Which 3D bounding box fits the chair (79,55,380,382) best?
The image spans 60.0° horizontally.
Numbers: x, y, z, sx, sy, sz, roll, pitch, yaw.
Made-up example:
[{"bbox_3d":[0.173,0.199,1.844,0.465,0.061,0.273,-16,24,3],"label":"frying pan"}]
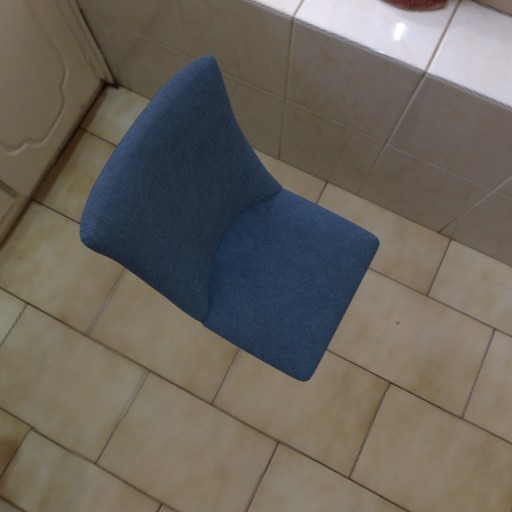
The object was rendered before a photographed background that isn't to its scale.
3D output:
[{"bbox_3d":[0.000,0.000,1.280,0.609,0.902,0.495,29,77,7],"label":"chair"}]
